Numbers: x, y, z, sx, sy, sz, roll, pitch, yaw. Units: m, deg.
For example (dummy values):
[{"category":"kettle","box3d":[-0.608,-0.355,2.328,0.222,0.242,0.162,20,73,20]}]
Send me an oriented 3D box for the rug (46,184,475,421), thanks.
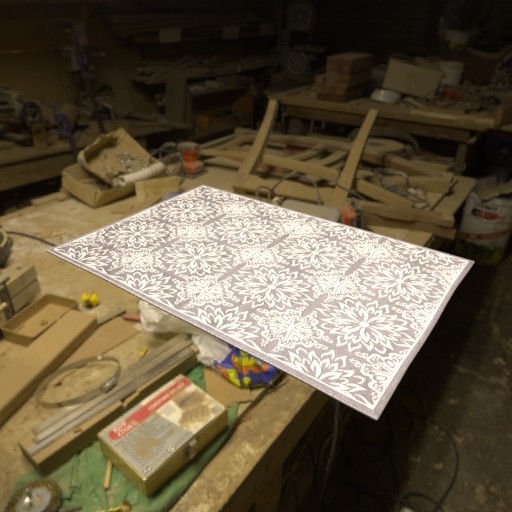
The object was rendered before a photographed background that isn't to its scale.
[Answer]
[{"category":"rug","box3d":[0.000,0.000,2.287,1.847,0.012,1.224,20,35,31]}]
